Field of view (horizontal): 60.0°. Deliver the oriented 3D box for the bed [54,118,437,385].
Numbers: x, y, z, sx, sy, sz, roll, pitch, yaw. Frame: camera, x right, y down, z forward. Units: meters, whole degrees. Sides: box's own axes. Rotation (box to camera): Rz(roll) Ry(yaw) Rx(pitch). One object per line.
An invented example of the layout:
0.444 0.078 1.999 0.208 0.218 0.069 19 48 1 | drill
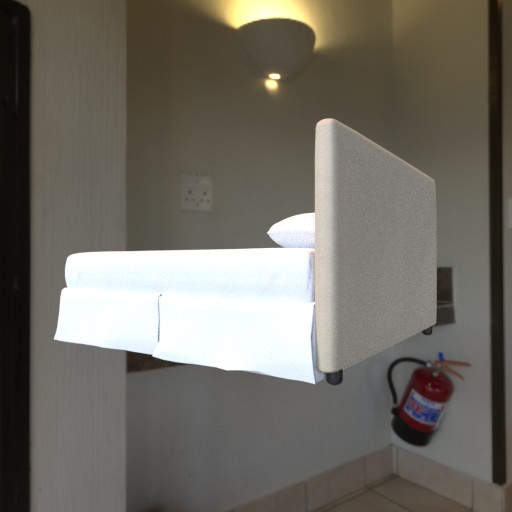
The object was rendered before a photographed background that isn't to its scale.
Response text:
0.000 0.000 3.560 2.319 1.317 2.119 0 -1 35 | bed
